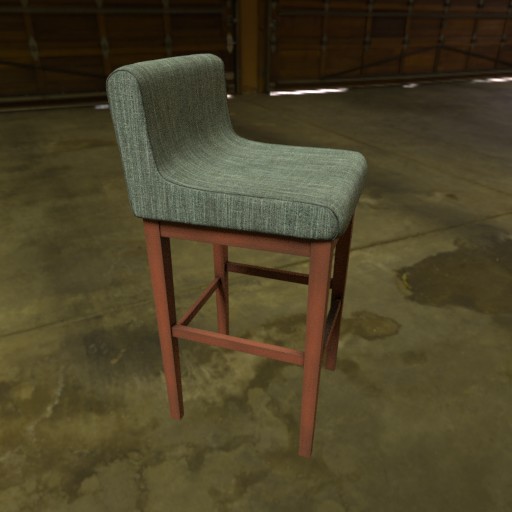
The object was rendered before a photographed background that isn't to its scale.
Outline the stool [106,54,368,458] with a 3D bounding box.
[{"bbox_3d":[0.000,0.000,1.187,0.499,0.965,0.426,9,29,17],"label":"stool"}]
